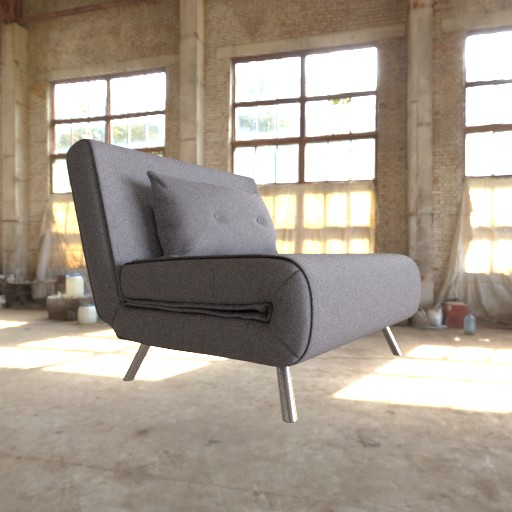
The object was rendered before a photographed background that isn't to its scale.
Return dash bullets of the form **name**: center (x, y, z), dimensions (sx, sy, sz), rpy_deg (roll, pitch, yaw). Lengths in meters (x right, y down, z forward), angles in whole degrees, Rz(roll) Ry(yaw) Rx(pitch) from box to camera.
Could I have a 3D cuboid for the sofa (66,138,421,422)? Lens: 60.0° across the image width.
- **sofa**: center (0.000, 0.000, 1.721), dimensions (1.000, 0.825, 1.020), rpy_deg (0, 1, 35)
